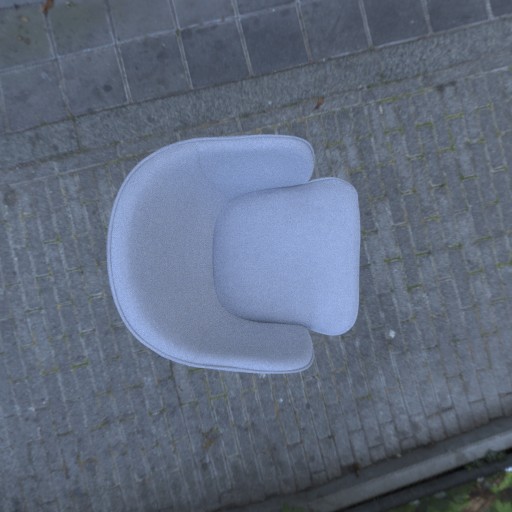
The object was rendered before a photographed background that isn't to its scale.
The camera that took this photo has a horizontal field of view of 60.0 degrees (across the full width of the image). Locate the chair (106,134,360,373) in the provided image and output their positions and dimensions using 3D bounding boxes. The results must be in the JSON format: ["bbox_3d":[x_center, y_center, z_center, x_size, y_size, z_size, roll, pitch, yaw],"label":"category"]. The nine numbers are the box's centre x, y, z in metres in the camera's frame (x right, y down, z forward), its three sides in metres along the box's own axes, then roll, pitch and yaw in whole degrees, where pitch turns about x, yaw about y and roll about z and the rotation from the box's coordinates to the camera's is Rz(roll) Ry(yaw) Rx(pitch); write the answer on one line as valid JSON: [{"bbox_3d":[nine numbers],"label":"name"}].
[{"bbox_3d":[0.000,0.000,1.277,0.592,0.817,0.570,0,89,0],"label":"chair"}]
